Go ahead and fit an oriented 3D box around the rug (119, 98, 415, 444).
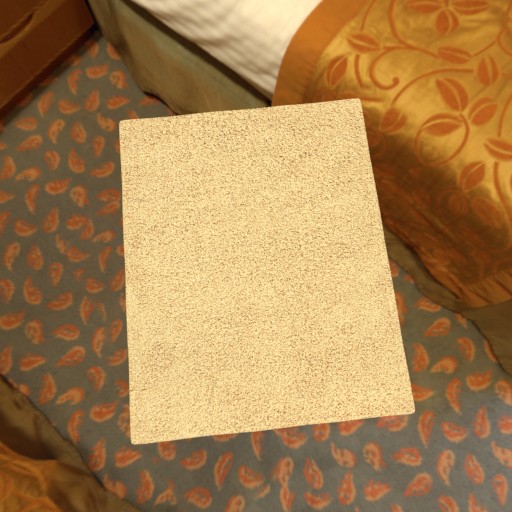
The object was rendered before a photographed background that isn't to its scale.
[{"bbox_3d":[0.000,0.000,4.122,2.438,0.029,3.047,-6,77,-1],"label":"rug"}]
